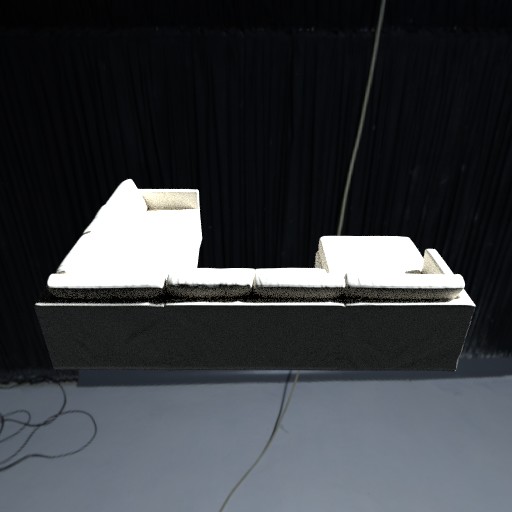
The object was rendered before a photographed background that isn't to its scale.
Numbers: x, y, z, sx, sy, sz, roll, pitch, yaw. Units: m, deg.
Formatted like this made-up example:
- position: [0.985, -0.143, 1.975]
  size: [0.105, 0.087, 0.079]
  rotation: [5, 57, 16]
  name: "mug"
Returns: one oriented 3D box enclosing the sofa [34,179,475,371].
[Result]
- position: [0.000, 0.000, 4.589]
  size: [3.464, 0.882, 2.448]
  rotation: [0, 30, 0]
  name: "sofa"
